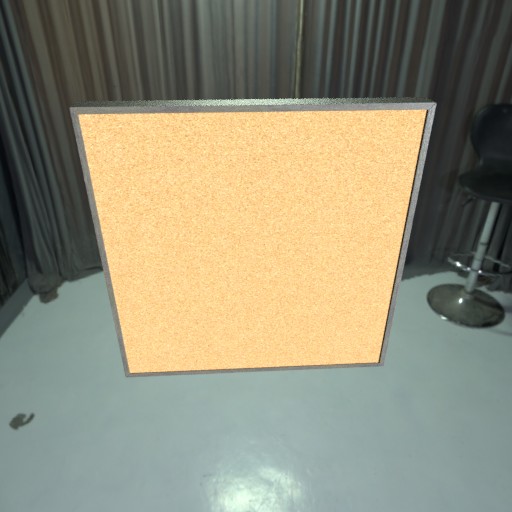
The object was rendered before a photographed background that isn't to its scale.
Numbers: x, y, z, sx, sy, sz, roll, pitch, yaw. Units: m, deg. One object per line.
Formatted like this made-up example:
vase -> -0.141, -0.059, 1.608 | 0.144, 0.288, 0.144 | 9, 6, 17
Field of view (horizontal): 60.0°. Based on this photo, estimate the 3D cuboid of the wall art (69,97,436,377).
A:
wall art -> 0.000, 0.000, 0.757 | 0.507, 0.507, 0.037 | -2, 31, -3
